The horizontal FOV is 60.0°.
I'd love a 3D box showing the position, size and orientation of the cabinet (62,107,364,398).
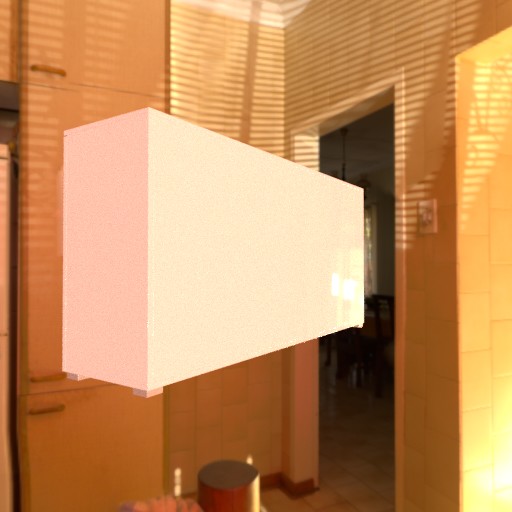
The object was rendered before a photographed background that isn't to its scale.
[{"bbox_3d":[0.000,0.000,2.012,0.400,0.800,1.650,-1,-1,34],"label":"cabinet"}]
